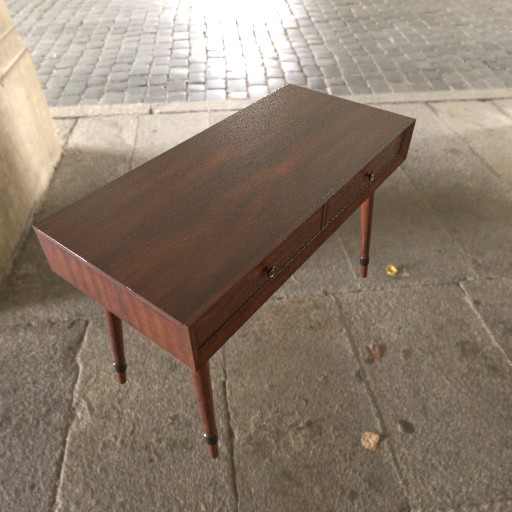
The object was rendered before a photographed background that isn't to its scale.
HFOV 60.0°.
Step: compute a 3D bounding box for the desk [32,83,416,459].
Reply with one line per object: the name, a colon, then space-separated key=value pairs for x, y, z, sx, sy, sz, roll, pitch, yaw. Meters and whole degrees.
desk: x=0.000 y=0.000 z=2.165 sx=0.734 sy=1.031 sz=1.577 roll=27 pitch=49 yaw=26
